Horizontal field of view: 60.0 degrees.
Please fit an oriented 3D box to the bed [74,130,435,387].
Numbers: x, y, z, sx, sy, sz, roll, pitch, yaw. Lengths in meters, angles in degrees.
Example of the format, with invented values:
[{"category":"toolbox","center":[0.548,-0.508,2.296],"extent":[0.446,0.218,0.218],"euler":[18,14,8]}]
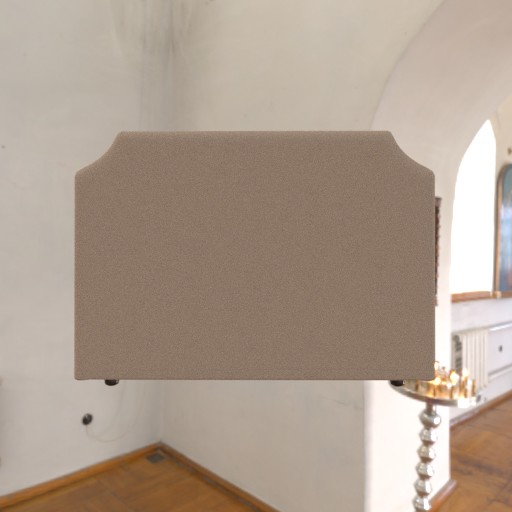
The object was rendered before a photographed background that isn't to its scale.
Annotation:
[{"category":"bed","center":[0.000,0.000,3.302],"extent":[1.828,1.301,2.204],"euler":[0,1,0]}]
